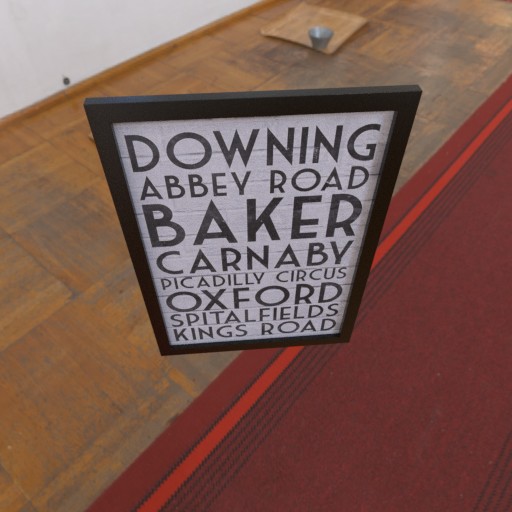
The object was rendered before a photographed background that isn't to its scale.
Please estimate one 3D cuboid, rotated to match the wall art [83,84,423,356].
[{"bbox_3d":[0.000,0.000,0.559,0.304,0.432,0.013,-3,48,-3],"label":"wall art"}]
